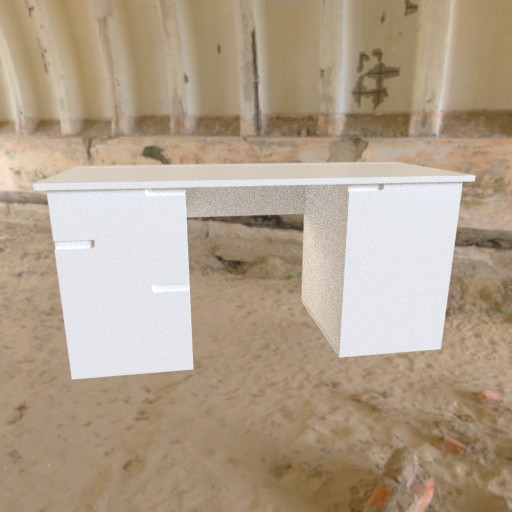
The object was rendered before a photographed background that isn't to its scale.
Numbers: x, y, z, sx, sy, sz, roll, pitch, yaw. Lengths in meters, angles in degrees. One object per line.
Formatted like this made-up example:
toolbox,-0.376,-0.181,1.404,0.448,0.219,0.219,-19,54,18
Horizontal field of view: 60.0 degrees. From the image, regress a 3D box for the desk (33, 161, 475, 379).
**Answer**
desk,0.000,0.000,1.987,1.580,0.760,0.670,-3,17,-9
